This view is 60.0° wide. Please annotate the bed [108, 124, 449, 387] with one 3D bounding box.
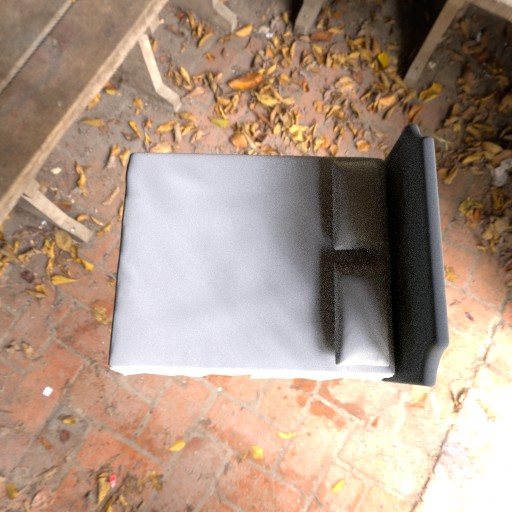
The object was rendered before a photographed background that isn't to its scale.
[{"bbox_3d":[0.000,0.000,3.320,2.259,1.296,1.811,1,76,0],"label":"bed"}]
